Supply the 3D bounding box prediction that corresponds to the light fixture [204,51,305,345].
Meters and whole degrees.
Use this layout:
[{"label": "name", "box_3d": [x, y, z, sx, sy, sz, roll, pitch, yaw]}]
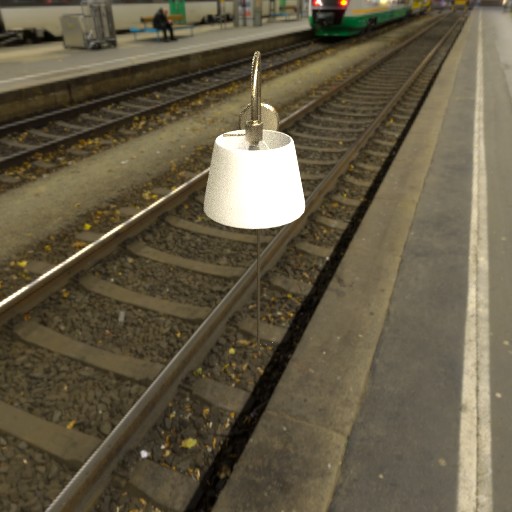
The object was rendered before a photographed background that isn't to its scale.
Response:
[{"label": "light fixture", "box_3d": [0.000, 0.000, 0.480, 0.092, 0.399, 0.176, 1, 31, 2]}]
